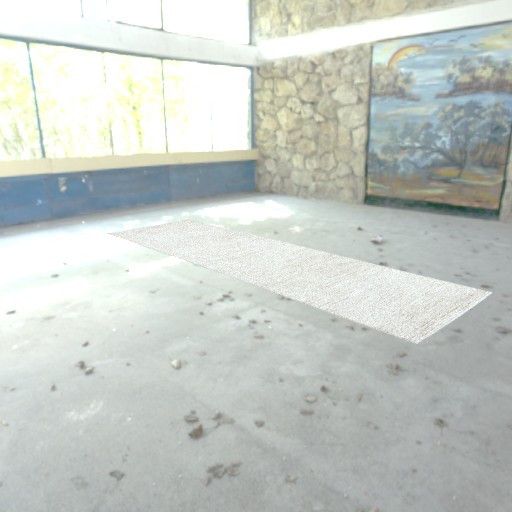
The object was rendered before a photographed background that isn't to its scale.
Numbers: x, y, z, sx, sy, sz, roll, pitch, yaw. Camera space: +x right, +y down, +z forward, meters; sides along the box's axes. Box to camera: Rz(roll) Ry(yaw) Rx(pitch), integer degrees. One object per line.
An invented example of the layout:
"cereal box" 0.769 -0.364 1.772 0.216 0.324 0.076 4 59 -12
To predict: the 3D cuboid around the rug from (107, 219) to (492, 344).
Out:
"rug" 0.000 0.000 2.569 0.712 0.013 2.346 -15 22 -42
